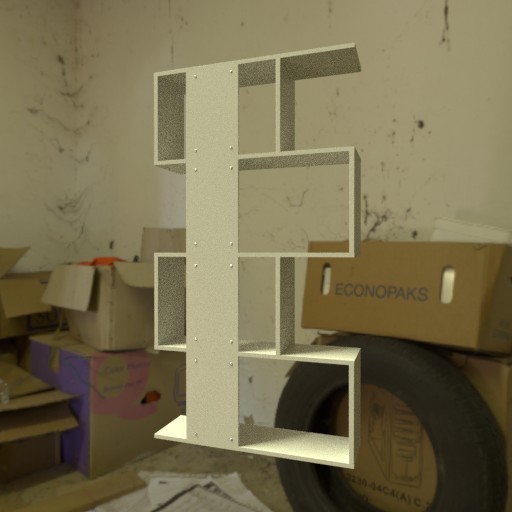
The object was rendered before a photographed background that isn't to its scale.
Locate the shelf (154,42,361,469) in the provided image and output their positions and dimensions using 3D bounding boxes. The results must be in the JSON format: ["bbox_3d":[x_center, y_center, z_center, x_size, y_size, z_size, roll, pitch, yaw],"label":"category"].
[{"bbox_3d":[0.000,0.000,1.976,0.890,1.650,0.250,0,0,19],"label":"shelf"}]
